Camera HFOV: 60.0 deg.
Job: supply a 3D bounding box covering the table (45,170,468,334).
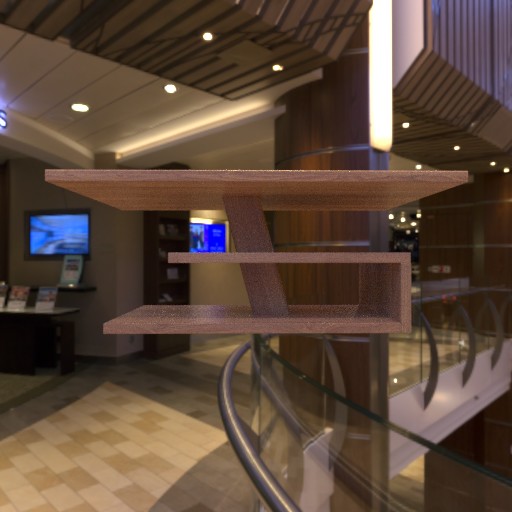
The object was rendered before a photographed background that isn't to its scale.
[{"bbox_3d":[0.000,0.000,1.500,1.100,0.442,0.700,0,0,-1],"label":"table"}]
